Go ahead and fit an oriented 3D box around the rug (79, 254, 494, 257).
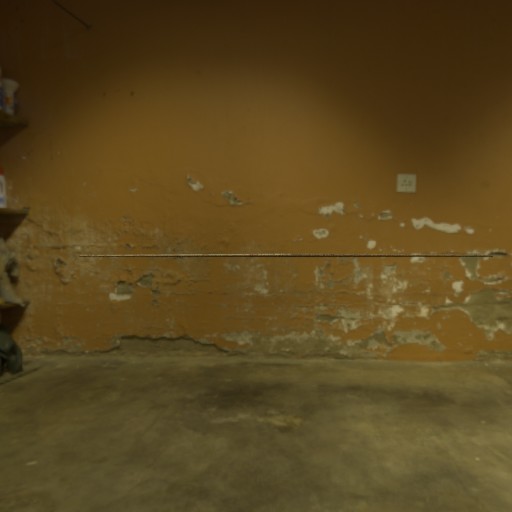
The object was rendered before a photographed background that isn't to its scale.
[{"bbox_3d":[0.000,0.000,2.284,1.219,0.008,1.829,0,0,-39],"label":"rug"}]
